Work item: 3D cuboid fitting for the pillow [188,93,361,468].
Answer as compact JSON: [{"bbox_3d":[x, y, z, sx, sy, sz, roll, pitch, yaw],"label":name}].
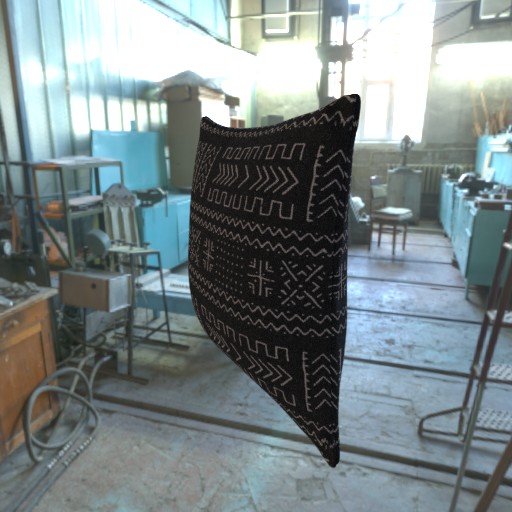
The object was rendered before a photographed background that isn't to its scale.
[{"bbox_3d":[0.000,0.000,0.669,0.164,0.430,0.438,-7,17,-26],"label":"pillow"}]
